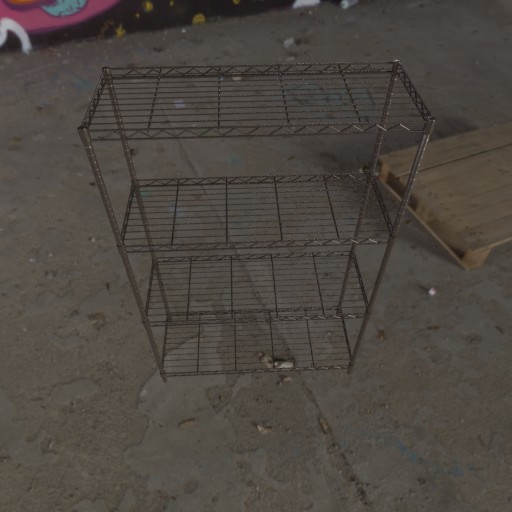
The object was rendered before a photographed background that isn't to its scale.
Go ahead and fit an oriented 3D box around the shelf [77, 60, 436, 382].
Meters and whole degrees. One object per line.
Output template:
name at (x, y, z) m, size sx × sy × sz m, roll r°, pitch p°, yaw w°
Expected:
shelf at (0.000, 0.000, 1.731) m, size 0.907 × 1.361 × 0.352 m, roll -2°, pitch 48°, yaw -2°
